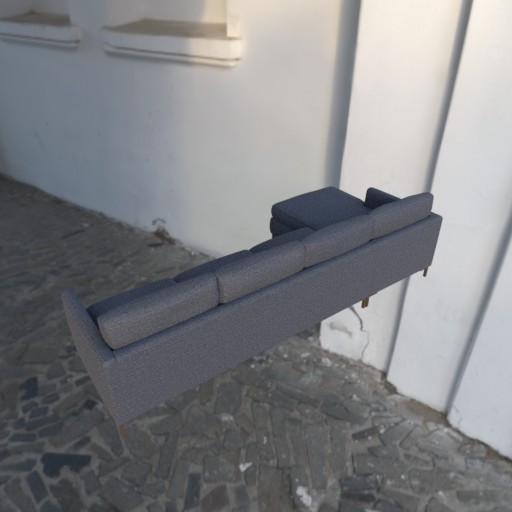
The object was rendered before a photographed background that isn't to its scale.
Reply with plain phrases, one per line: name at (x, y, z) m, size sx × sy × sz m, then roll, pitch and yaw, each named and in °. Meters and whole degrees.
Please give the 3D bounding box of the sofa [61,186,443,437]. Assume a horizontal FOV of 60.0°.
sofa at (0.000, 0.000, 2.938) m, size 2.445 × 0.673 × 1.125 m, roll -21°, pitch 37°, yaw -30°
